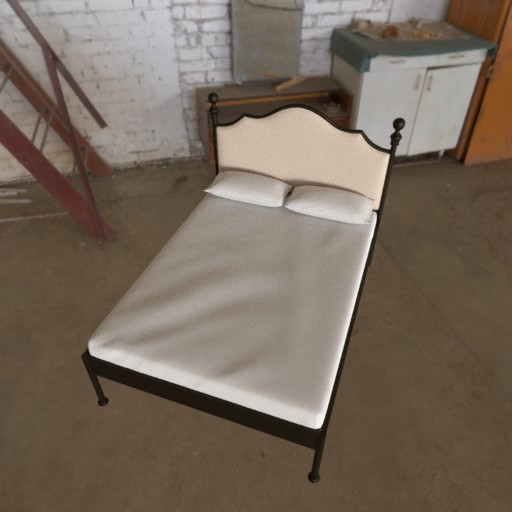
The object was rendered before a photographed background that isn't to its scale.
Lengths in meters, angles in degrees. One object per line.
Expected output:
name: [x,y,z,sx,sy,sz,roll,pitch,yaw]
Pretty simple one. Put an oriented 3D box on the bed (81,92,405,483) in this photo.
bed: [0.000,0.000,3.269,1.642,1.499,2.224,13,42,15]
